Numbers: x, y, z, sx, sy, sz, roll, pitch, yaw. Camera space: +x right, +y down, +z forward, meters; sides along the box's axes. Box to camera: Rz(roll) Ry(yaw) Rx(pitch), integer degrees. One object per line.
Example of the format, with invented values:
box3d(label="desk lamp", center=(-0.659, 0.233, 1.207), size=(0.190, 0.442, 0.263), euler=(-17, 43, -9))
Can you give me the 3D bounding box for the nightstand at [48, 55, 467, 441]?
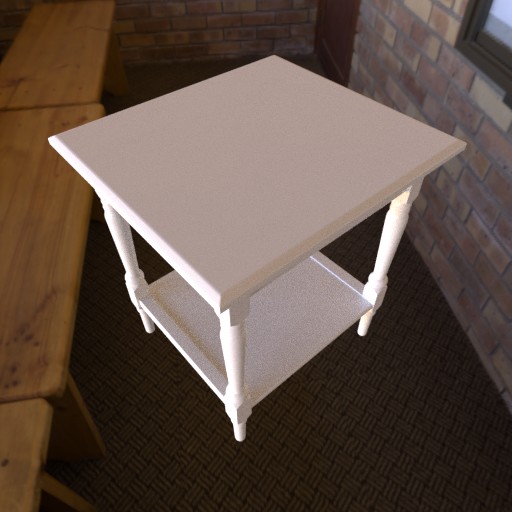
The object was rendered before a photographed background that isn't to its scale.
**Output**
box3d(label="nightstand", center=(0.000, 0.000, 0.918), size=(0.505, 0.555, 0.459), euler=(-32, 54, -27))
